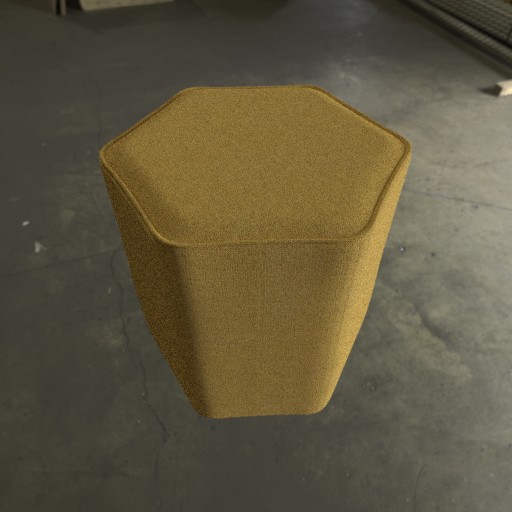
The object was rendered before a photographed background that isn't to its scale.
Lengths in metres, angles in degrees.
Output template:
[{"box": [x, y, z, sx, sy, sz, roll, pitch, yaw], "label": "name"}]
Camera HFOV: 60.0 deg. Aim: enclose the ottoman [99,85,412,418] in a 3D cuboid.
[{"box": [0.000, 0.000, 0.860, 0.443, 0.502, 0.494, -25, 50, -22], "label": "ottoman"}]
